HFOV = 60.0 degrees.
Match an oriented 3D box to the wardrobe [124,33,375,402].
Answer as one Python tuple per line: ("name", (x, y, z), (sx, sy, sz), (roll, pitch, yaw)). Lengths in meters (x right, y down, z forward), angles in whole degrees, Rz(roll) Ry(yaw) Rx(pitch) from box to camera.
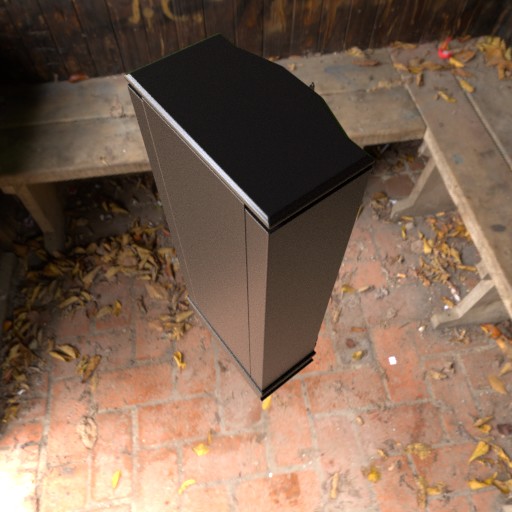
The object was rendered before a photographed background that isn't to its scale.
("wardrobe", (0.000, 0.000, 1.192), (0.295, 1.011, 0.444), (-33, 64, -19))
